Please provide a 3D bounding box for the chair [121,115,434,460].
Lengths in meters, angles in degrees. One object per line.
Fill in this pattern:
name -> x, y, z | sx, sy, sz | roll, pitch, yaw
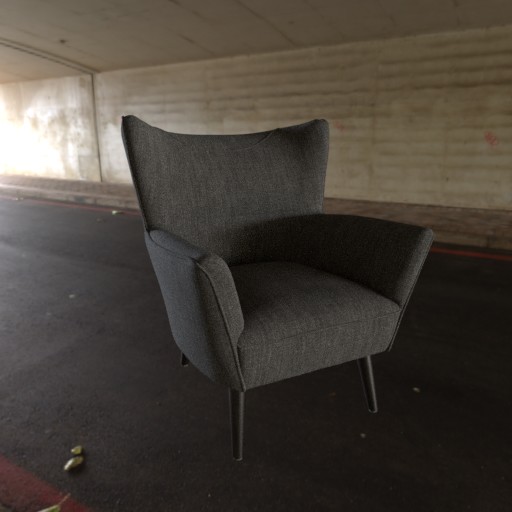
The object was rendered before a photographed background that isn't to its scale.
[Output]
chair -> 0.000, 0.000, 1.535 | 0.781, 0.933, 0.888 | -8, 17, -26
